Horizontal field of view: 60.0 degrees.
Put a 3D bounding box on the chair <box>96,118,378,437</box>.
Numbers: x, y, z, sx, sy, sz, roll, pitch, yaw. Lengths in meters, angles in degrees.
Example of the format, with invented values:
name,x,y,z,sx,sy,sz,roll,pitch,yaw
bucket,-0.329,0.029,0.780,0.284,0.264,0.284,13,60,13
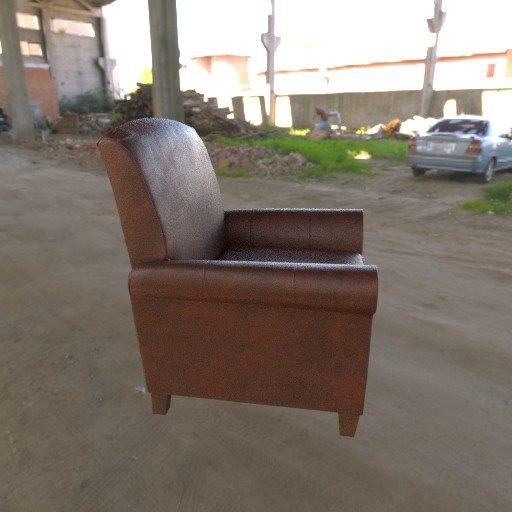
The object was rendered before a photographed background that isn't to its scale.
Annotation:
name,x,y,z,sx,sy,sz,roll,pitch,yaw
chair,0.000,0.000,1.784,0.902,1.061,0.978,3,18,10
